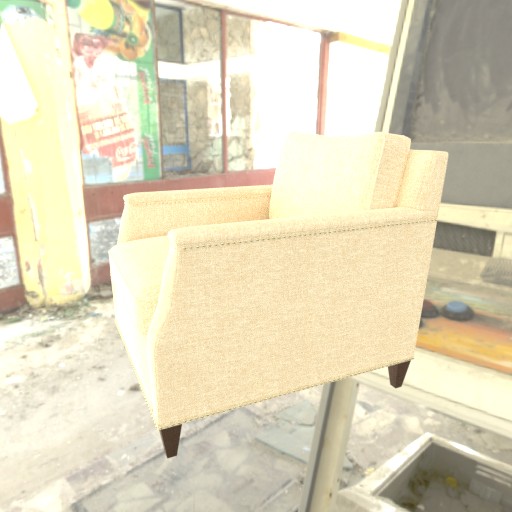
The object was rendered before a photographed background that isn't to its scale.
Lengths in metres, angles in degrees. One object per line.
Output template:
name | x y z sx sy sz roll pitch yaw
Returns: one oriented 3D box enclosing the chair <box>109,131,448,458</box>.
chair | 0.000 0.000 1.740 1.041 0.940 0.838 -7 18 -24
